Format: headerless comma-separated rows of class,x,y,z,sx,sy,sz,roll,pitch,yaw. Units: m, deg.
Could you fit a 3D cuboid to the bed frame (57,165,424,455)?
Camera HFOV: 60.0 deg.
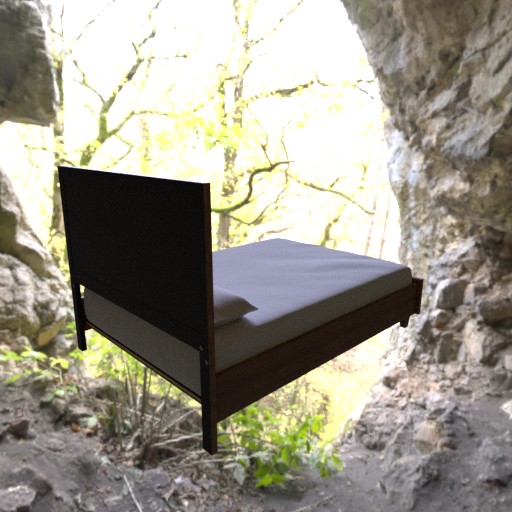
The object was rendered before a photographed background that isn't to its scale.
bed frame,0.000,0.000,3.486,2.276,1.417,1.696,-14,20,-42
